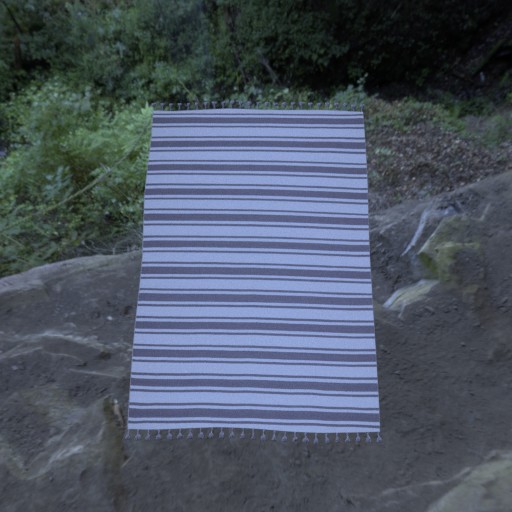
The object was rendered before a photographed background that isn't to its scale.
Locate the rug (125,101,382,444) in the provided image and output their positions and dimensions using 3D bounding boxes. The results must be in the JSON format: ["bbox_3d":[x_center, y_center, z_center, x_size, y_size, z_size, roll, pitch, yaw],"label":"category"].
[{"bbox_3d":[0.000,0.000,3.862,2.030,0.017,3.040,1,76,0],"label":"rug"}]
